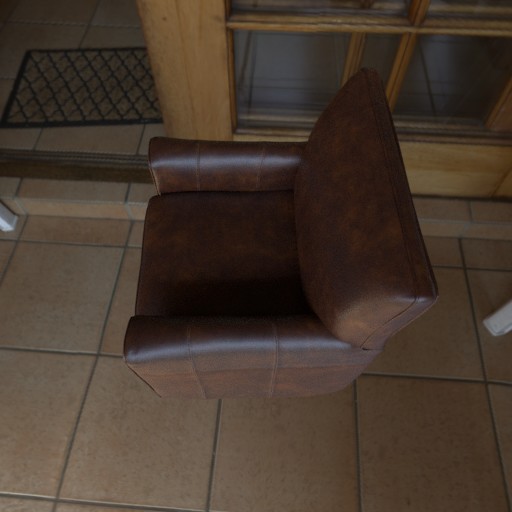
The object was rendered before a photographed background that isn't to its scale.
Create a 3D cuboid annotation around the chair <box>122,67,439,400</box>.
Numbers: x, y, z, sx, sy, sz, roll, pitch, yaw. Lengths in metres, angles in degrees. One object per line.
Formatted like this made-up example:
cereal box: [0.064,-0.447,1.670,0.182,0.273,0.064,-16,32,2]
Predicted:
chair: [0.000,0.000,1.581,0.823,0.943,0.870,-1,59,-1]
